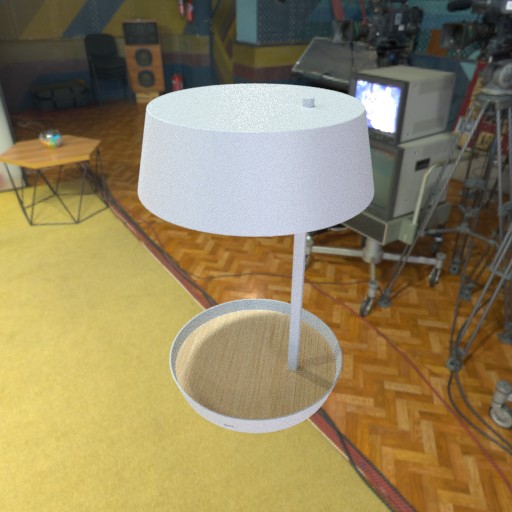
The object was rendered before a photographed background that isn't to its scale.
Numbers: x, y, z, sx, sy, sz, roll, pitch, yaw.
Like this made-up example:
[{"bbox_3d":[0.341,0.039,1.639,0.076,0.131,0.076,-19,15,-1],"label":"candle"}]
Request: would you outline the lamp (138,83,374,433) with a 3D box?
[{"bbox_3d":[0.000,0.000,0.615,0.291,0.429,0.291,0,31,0],"label":"lamp"}]
